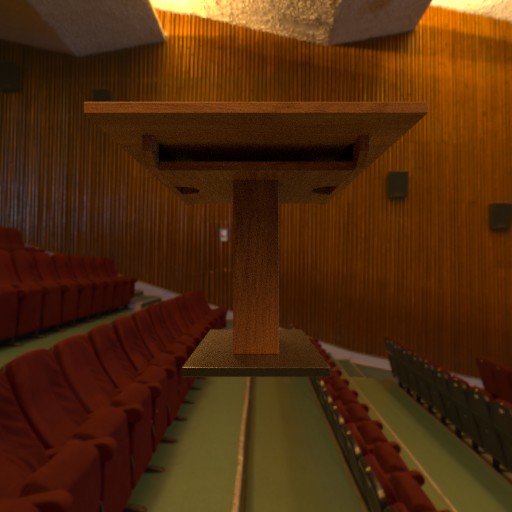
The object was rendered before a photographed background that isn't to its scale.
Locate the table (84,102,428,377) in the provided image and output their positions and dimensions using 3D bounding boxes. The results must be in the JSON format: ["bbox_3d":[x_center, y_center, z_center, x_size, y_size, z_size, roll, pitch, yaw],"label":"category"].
[{"bbox_3d":[0.000,0.000,1.798,0.900,0.770,1.300,0,-2,0],"label":"table"}]
